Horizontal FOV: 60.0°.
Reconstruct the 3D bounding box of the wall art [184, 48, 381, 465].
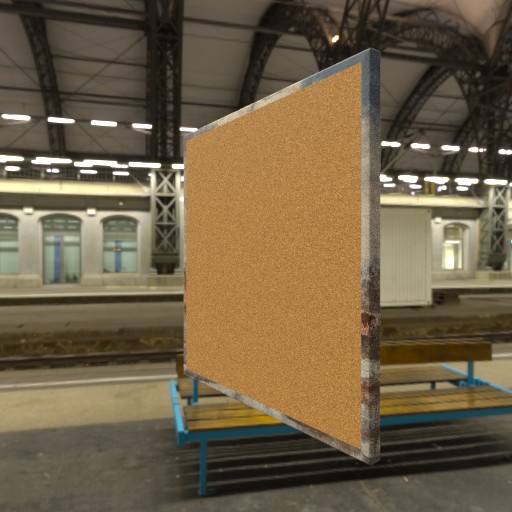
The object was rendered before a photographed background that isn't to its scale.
[{"bbox_3d":[0.000,0.000,1.320,0.035,0.897,0.888,0,0,-36],"label":"wall art"}]
